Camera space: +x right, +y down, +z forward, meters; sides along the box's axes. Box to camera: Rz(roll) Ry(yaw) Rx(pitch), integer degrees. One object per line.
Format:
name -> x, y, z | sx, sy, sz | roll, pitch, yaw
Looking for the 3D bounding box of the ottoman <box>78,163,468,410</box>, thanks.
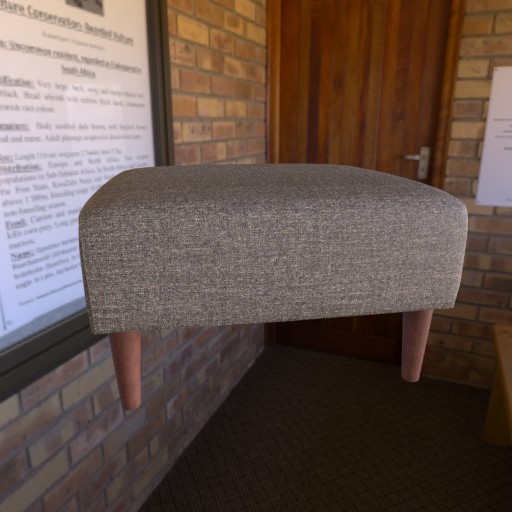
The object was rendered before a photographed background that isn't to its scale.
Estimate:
ottoman -> 0.000, 0.000, 1.042 | 0.655, 0.399, 0.648 | -3, 17, -9
